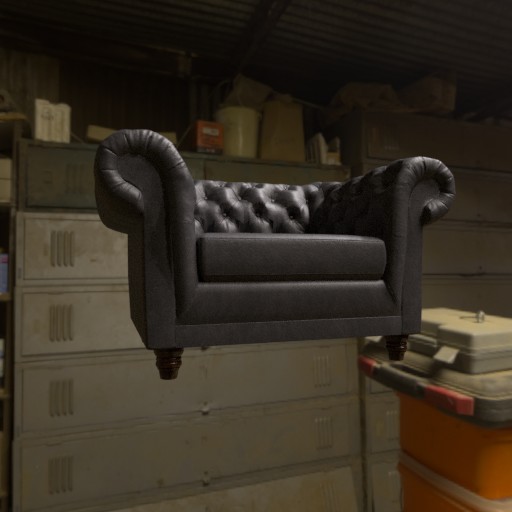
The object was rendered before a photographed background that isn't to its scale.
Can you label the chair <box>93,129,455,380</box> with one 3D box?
[{"bbox_3d":[0.000,0.000,1.892,1.298,0.780,0.943,0,-1,-19],"label":"chair"}]
